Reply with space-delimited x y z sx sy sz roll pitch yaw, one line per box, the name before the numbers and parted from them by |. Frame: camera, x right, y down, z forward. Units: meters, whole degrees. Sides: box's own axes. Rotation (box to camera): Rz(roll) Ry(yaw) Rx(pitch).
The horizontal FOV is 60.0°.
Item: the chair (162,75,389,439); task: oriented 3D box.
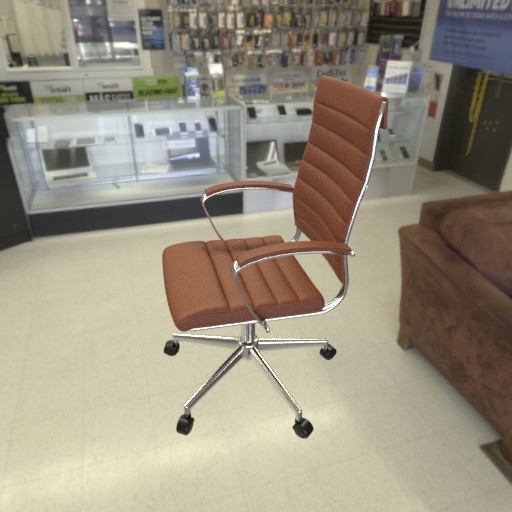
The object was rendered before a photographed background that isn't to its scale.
chair | 0.000 0.000 1.610 0.739 1.149 0.766 -8 31 -13
